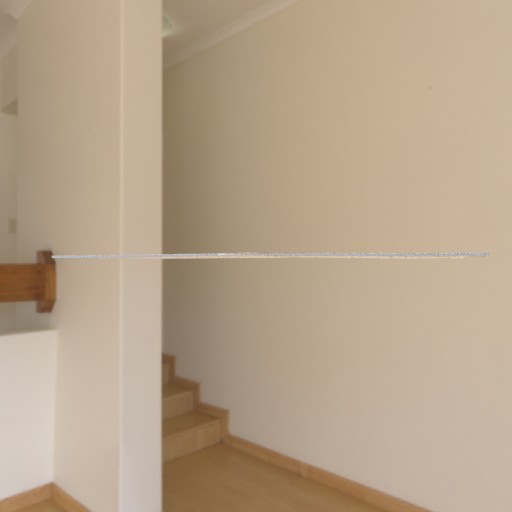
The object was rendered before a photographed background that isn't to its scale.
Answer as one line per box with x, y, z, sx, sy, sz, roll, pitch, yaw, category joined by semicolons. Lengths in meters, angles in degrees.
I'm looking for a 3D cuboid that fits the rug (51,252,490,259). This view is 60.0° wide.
0.000;0.000;2.574;2.320;0.032;0.692;0;-1;18;rug
